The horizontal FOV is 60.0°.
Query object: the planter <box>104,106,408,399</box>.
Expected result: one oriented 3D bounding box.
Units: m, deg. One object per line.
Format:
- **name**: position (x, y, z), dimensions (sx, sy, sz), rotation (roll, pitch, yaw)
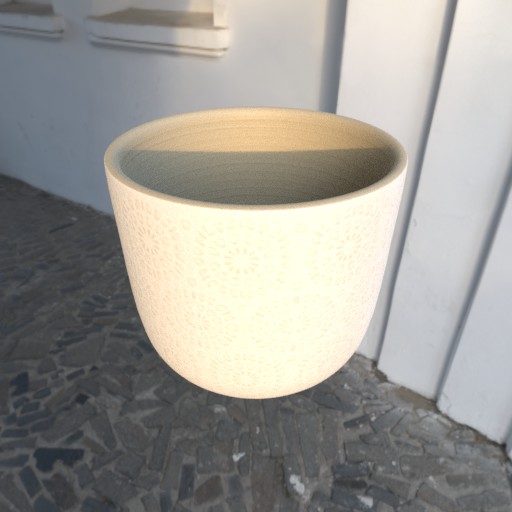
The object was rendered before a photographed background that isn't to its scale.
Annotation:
- **planter**: position (0.000, 0.000, 0.365), dimensions (0.208, 0.190, 0.208), rotation (0, 33, 0)
